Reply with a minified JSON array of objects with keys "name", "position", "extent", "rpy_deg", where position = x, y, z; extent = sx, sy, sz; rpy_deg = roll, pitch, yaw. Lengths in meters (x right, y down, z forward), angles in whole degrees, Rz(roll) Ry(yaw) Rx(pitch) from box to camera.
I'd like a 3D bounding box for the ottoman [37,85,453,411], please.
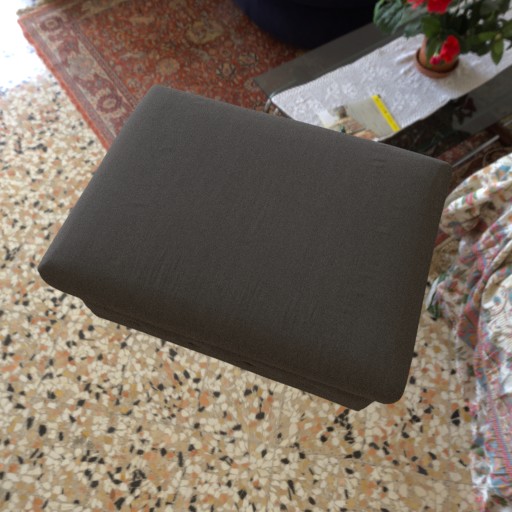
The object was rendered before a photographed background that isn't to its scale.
[{"name":"ottoman","position":[0.000,0.000,1.133],"extent":[0.771,0.500,0.569],"rpy_deg":[18,66,8]}]
